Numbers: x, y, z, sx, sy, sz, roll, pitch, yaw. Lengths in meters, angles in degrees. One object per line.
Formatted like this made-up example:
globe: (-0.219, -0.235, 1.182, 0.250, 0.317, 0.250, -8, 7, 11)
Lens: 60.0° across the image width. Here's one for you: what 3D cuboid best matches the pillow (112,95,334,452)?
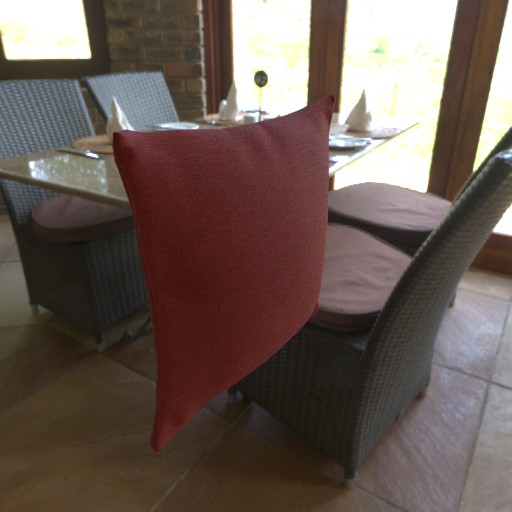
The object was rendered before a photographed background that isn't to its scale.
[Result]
pillow: (0.000, 0.000, 0.651, 0.151, 0.416, 0.435, 18, 30, 33)
